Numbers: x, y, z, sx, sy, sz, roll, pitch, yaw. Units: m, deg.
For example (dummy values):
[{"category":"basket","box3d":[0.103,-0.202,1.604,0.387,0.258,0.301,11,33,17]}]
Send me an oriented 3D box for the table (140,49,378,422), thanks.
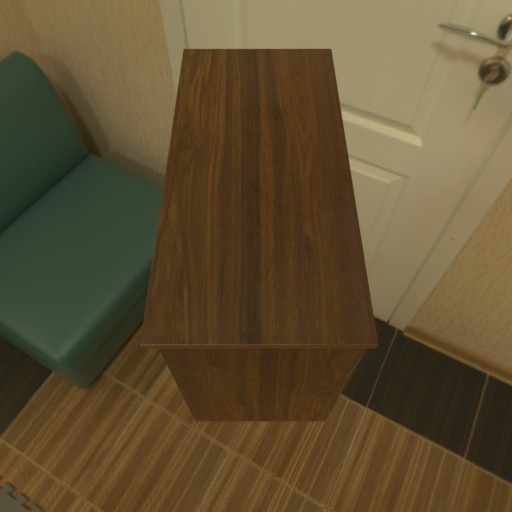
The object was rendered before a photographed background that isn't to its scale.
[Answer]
[{"category":"table","box3d":[0.000,0.000,1.229,0.390,0.725,0.802,0,57,0]}]
